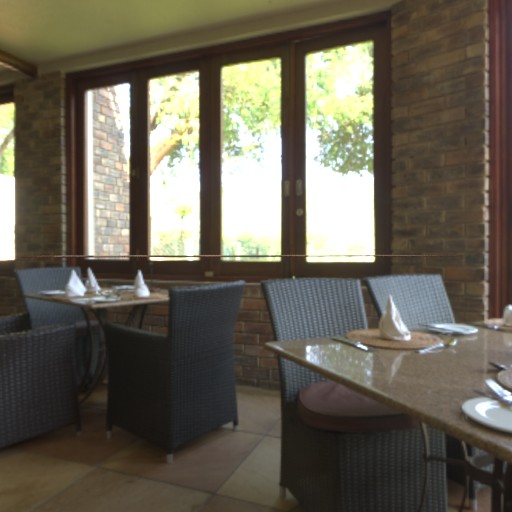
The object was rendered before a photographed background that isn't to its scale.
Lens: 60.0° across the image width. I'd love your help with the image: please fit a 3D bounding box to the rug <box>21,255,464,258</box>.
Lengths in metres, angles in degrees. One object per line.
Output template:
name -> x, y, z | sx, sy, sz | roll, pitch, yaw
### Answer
rug -> 0.000, 0.000, 2.697 | 2.437, 0.006, 0.792 | 0, 0, -20
